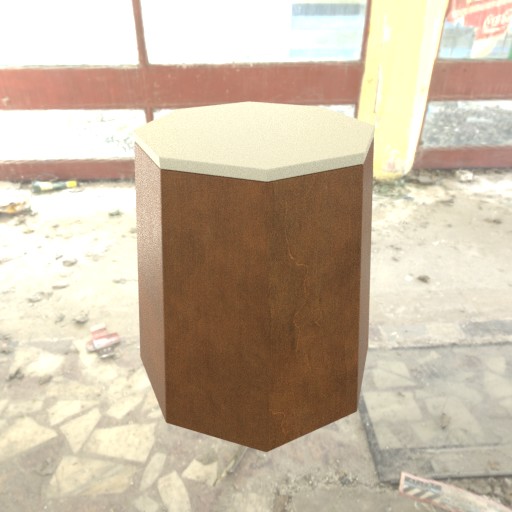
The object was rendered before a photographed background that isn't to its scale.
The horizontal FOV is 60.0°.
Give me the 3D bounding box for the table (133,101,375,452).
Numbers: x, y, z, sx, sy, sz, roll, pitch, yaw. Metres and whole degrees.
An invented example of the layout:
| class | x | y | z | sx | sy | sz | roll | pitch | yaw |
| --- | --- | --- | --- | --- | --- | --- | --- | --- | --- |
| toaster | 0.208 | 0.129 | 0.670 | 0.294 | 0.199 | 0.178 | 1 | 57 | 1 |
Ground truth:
| class | x | y | z | sx | sy | sz | roll | pitch | yaw |
| --- | --- | --- | --- | --- | --- | --- | --- | --- | --- |
| table | 0.000 | 0.000 | 0.794 | 0.439 | 0.457 | 0.439 | 9 | 32 | 14 |
